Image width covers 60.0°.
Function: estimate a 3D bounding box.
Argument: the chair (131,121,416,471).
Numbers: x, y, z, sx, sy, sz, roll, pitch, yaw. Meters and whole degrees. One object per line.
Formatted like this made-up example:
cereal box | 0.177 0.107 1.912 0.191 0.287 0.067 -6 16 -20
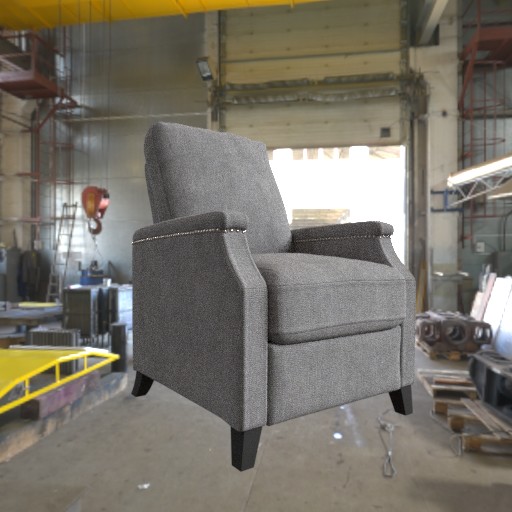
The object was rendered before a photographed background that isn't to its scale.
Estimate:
chair | 0.000 0.000 1.609 0.710 1.049 0.922 0 0 -36
